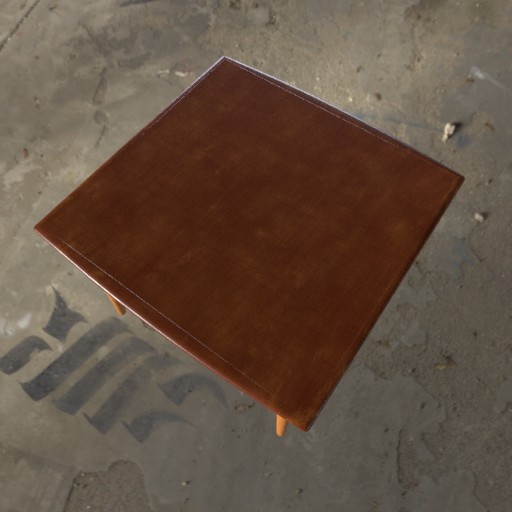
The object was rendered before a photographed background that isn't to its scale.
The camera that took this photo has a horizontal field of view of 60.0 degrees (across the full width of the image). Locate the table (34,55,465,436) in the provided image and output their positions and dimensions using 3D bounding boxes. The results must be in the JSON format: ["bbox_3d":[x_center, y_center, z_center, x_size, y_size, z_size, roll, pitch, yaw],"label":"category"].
[{"bbox_3d":[0.000,0.000,1.714,0.991,0.754,0.991,33,67,15],"label":"table"}]
